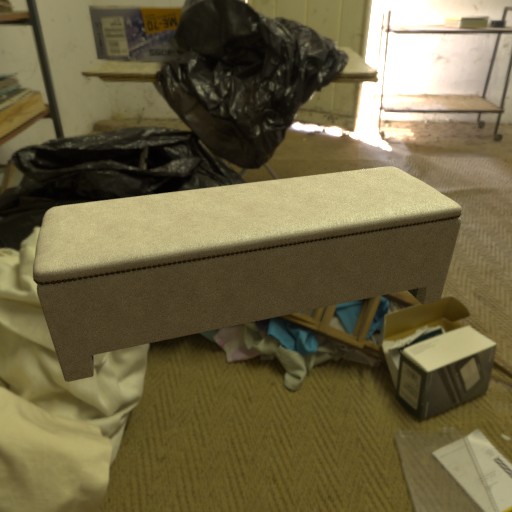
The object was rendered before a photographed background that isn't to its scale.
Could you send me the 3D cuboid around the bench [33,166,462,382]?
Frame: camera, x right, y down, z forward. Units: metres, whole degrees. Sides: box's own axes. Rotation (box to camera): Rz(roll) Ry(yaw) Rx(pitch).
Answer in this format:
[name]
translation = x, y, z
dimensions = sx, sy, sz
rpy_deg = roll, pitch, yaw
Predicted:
[bench]
translation = 0.000, 0.000, 1.720
dimensions = 1.482, 0.447, 0.470
rpy_deg = -9, 33, -15
